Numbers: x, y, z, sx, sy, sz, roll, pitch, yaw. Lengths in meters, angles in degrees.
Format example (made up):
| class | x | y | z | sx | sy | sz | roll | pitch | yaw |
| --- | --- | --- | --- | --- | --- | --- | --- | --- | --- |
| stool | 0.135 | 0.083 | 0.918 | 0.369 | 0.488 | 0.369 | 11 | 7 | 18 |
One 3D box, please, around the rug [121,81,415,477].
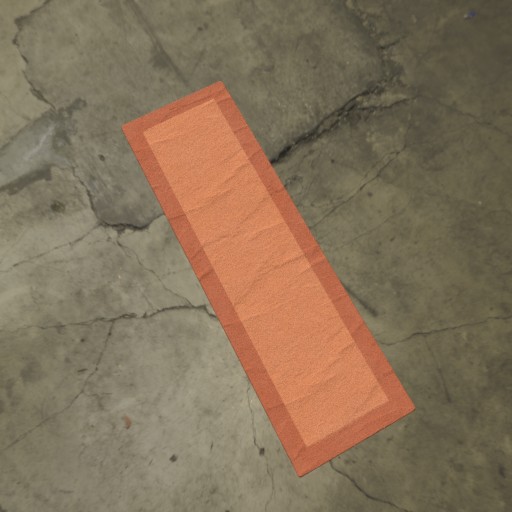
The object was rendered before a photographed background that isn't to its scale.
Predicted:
| class | x | y | z | sx | sy | sz | roll | pitch | yaw |
| --- | --- | --- | --- | --- | --- | --- | --- | --- | --- |
| rug | 0.000 | 0.000 | 2.724 | 0.914 | 0.013 | 2.471 | -31 | 77 | -8 |
